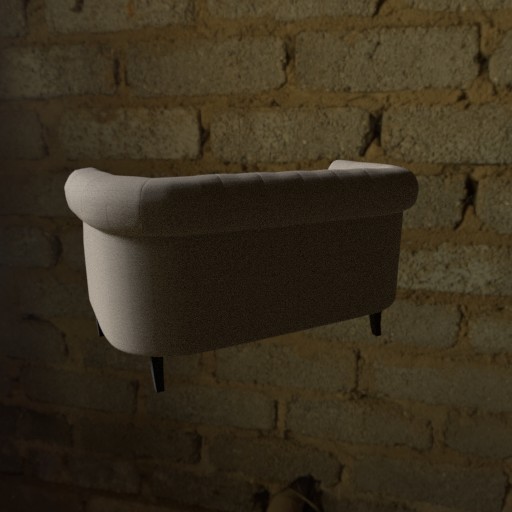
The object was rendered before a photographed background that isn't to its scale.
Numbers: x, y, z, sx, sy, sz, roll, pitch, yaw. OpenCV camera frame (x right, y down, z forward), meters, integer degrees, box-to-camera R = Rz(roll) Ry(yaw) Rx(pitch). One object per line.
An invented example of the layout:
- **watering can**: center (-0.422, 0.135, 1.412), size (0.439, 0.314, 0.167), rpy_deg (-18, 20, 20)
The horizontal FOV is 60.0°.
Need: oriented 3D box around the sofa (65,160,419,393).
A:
- **sofa**: center (0.000, 0.000, 2.073), size (1.558, 0.827, 0.835), rpy_deg (-8, 17, -26)
